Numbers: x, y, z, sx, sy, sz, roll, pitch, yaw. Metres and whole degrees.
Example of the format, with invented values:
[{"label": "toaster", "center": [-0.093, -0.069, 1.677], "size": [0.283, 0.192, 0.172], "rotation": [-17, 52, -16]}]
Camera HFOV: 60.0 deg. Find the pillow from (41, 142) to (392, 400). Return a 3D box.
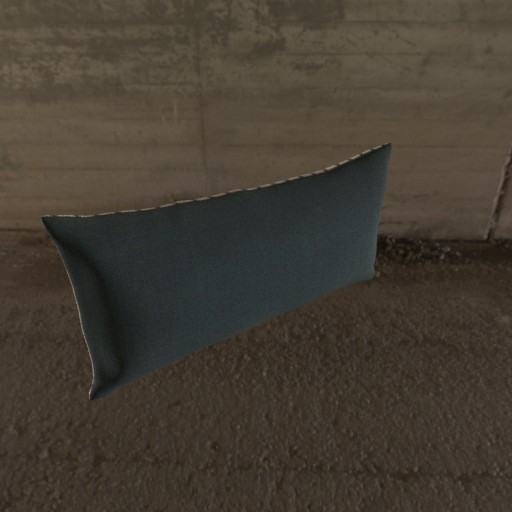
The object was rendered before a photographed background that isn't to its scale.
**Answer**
[{"label": "pillow", "center": [0.000, 0.000, 0.740], "size": [0.609, 0.305, 0.151], "rotation": [-19, 36, -29]}]
